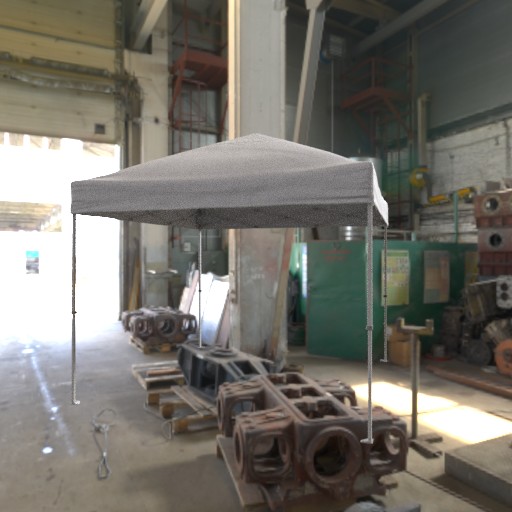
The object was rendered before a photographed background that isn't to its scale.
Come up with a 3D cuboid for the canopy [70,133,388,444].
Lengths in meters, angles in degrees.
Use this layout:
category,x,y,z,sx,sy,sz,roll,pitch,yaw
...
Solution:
category,x,y,z,sx,sy,sz,roll,pitch,yaw
canopy,0.000,0.000,5.413,2.998,2.997,2.996,0,0,19
